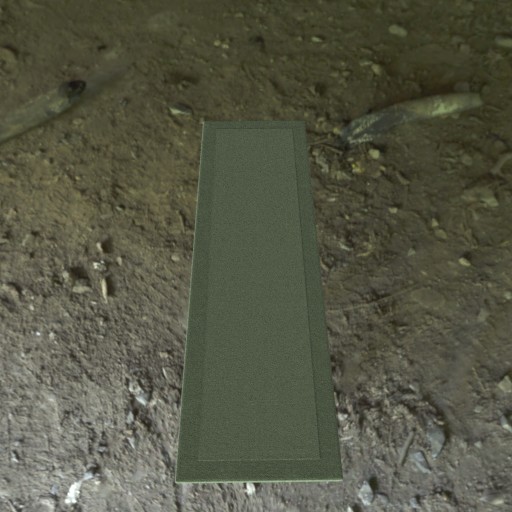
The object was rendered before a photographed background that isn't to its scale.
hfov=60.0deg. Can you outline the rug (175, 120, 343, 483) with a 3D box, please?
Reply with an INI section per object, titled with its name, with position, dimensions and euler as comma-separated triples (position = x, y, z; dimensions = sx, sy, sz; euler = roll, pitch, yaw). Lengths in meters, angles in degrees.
[rug]
position = 0.000, 0.000, 2.657
dimensions = 0.759, 0.012, 2.430
euler = -1, 57, 0
